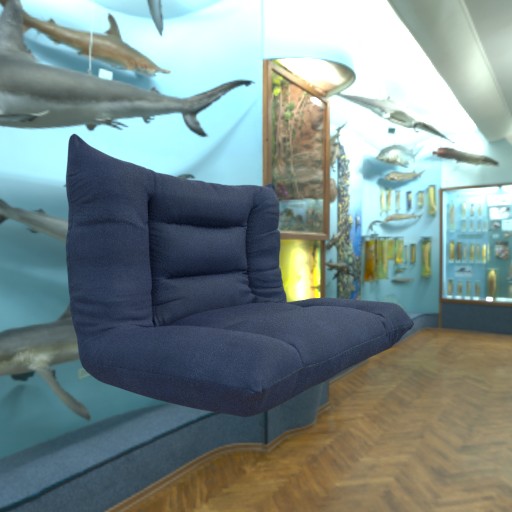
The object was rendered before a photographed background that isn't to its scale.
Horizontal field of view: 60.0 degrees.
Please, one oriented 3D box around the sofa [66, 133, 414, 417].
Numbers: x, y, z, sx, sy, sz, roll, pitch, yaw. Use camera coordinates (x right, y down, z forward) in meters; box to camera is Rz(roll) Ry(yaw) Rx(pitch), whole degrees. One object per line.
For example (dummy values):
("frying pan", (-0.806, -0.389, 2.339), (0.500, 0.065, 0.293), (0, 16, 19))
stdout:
("sofa", (0.000, 0.000, 1.654), (0.849, 0.778, 1.122), (1, 2, 37))
